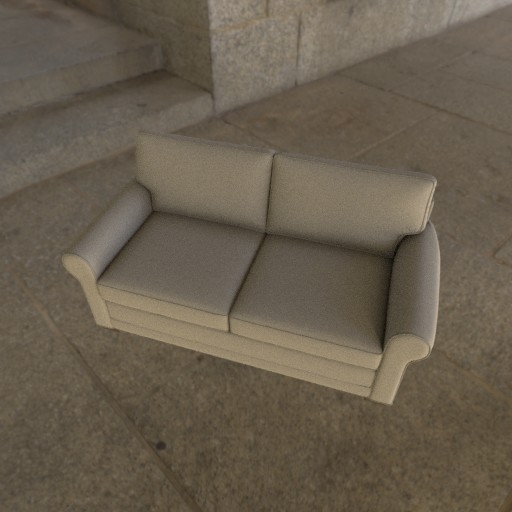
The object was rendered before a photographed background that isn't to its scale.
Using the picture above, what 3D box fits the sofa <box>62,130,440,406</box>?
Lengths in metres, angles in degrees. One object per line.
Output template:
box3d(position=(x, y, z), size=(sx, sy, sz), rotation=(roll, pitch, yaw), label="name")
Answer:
box3d(position=(0.000, 0.000, 2.486), size=(1.930, 0.952, 0.940), rotation=(12, 44, 13), label="sofa")
